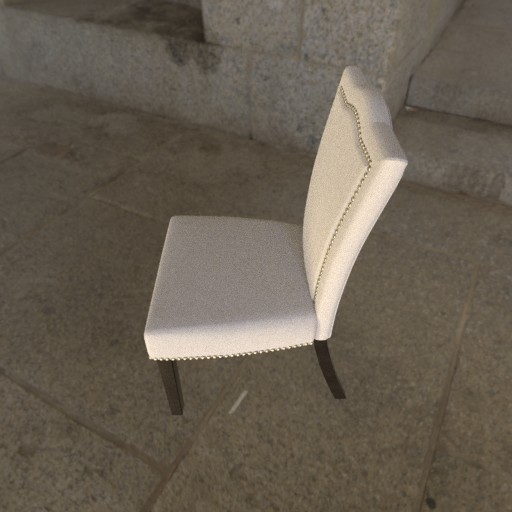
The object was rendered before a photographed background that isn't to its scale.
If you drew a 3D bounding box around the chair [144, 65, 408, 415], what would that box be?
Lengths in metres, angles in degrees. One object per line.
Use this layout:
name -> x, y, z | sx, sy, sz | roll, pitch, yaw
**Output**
chair -> 0.000, 0.000, 1.280 | 0.589, 0.946, 0.518 | 0, 42, 0
